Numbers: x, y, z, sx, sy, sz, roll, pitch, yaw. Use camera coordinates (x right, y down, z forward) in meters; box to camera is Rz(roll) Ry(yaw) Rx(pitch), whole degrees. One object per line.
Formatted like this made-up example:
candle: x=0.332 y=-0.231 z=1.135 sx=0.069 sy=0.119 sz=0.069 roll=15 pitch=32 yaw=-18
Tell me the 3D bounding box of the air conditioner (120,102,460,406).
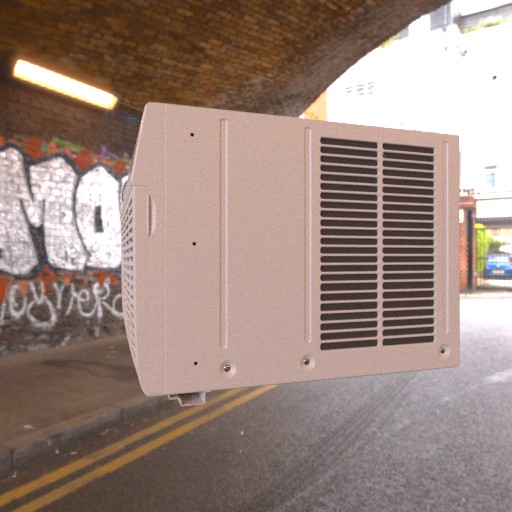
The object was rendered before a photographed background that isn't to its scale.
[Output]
air conditioner: x=0.000 y=0.000 z=1.042 sx=0.599 sy=0.455 sz=0.645 roll=0 pitch=0 yaw=-18
